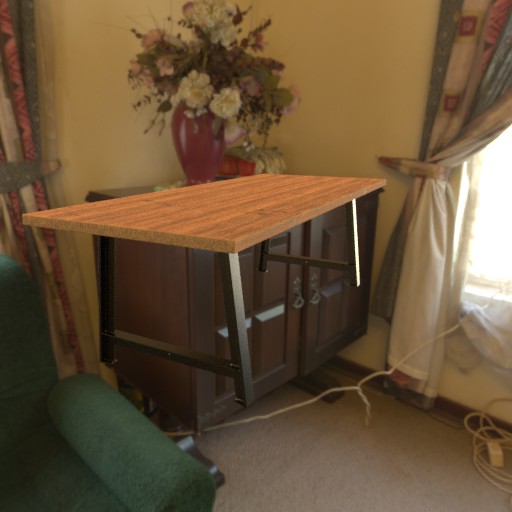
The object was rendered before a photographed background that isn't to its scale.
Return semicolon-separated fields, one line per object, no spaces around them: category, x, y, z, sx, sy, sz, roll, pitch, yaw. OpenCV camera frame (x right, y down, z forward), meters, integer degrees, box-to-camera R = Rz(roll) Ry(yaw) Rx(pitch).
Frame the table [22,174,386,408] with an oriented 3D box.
table;0.000;0.000;2.614;1.000;0.757;2.200;8;17;27
